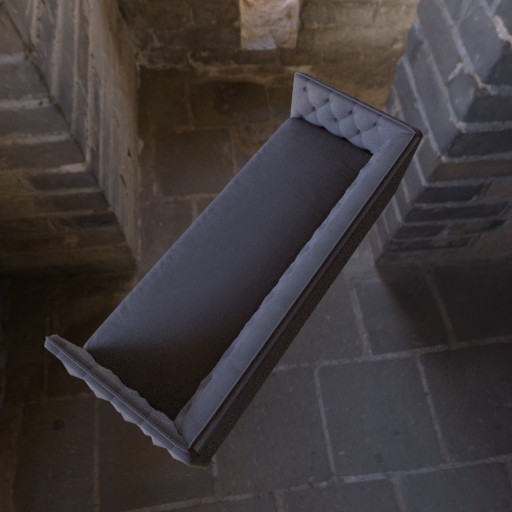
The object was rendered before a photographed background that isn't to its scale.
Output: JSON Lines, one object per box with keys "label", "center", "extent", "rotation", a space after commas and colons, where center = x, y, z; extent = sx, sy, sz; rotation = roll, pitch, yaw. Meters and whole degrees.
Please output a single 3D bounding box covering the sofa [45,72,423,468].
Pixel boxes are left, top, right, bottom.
{"label": "sofa", "center": [0.000, 0.000, 2.625], "extent": [0.895, 0.771, 2.209], "rotation": [33, 68, 15]}
